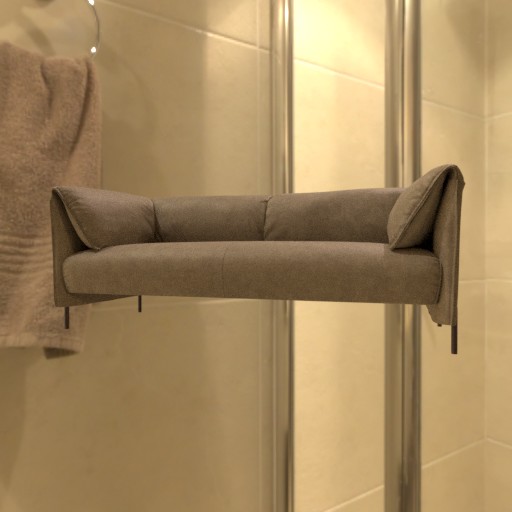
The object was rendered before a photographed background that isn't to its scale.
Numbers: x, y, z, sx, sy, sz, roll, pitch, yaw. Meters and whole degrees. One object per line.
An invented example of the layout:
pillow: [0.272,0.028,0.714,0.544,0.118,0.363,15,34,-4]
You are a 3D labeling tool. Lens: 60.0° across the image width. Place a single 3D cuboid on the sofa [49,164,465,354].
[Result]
sofa: [0.000,0.000,2.299,1.878,0.747,0.905,0,0,18]
